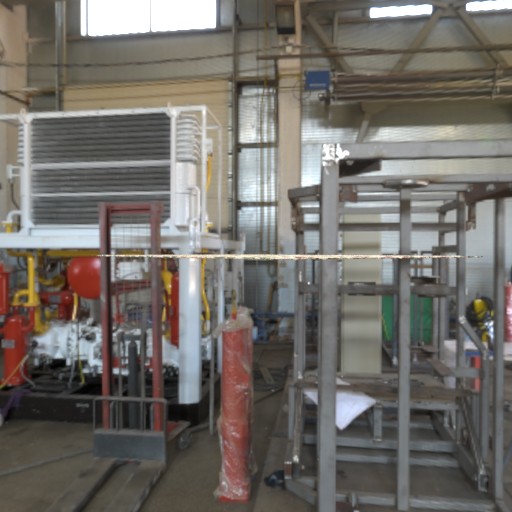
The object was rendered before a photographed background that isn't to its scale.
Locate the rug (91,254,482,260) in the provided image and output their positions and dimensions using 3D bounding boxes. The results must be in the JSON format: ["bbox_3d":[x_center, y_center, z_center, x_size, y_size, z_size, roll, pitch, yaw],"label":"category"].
[{"bbox_3d":[0.000,0.000,3.070,1.524,0.011,2.438,0,1,-37],"label":"rug"}]
